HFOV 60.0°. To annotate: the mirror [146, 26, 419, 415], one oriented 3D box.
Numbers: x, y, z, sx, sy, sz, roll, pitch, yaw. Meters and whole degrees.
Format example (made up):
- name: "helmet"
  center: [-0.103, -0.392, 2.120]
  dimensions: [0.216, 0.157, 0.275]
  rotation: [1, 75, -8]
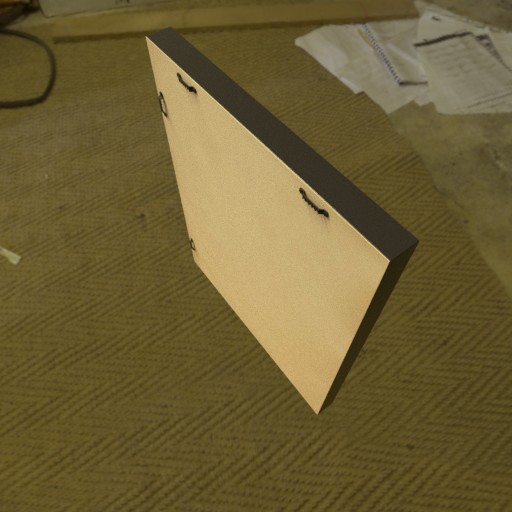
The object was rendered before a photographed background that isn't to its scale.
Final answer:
- name: "mirror"
  center: [0.000, 0.000, 0.667]
  dimensions: [0.041, 0.509, 0.406]
  rotation: [-32, 62, -19]
